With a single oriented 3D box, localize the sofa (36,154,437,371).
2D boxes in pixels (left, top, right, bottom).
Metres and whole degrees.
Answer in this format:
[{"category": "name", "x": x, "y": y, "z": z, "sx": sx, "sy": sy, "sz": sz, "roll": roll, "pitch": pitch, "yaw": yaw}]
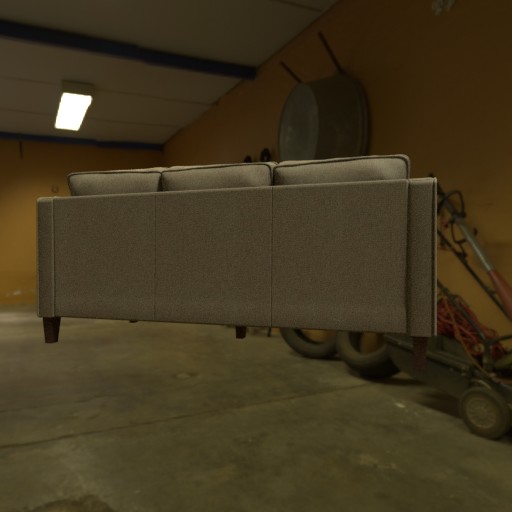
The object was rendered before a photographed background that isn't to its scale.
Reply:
[{"category": "sofa", "x": 0.000, "y": 0.000, "z": 3.243, "sx": 2.317, "sy": 1.081, "sz": 1.858, "roll": 0, "pitch": 0, "yaw": 18}]
